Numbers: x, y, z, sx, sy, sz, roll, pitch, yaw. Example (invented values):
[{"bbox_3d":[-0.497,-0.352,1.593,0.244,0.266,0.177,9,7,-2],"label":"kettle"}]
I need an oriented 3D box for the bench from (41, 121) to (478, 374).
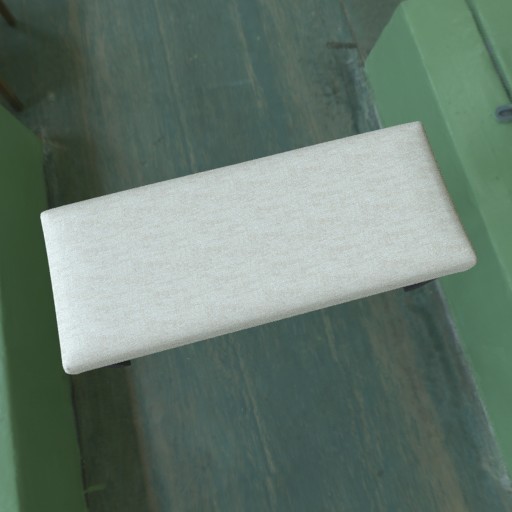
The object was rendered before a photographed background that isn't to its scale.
[{"bbox_3d":[0.000,0.000,1.256,1.013,0.456,0.407,-14,76,-4],"label":"bench"}]
